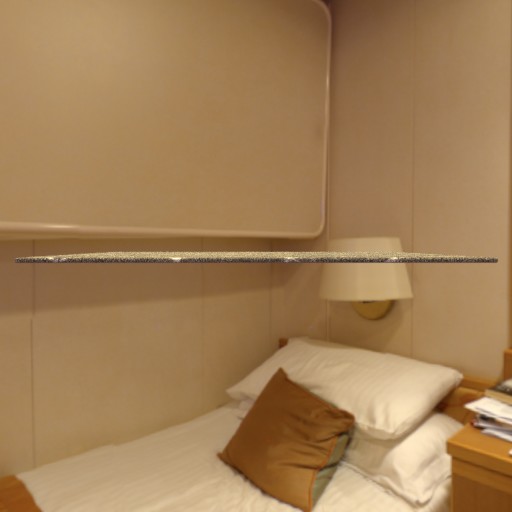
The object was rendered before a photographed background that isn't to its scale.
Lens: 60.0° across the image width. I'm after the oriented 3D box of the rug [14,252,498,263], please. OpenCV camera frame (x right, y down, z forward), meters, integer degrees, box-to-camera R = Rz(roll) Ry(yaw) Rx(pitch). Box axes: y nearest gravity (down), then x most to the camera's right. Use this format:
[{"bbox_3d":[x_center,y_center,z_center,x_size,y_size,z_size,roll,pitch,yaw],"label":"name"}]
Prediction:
[{"bbox_3d":[0.000,0.000,3.381,2.743,0.030,1.778,0,2,-1],"label":"rug"}]
